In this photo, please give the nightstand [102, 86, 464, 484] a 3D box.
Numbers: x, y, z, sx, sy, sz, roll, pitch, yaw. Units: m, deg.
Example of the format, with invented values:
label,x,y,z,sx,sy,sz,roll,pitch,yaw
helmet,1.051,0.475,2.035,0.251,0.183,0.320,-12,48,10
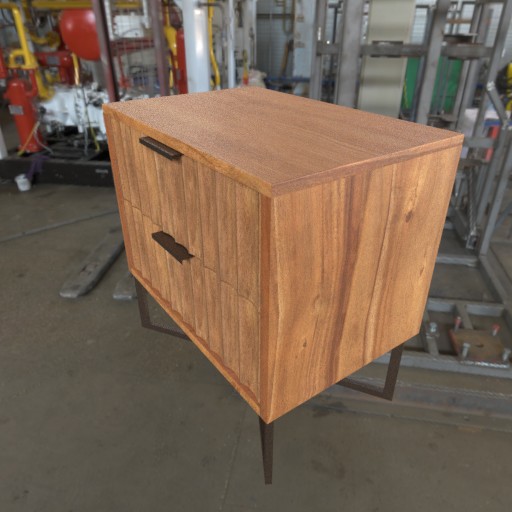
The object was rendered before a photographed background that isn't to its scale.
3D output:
label,x,y,z,sx,sy,sz,roll,pitch,yaw
nightstand,0.000,0.000,1.007,0.427,0.615,0.613,-20,35,-30
